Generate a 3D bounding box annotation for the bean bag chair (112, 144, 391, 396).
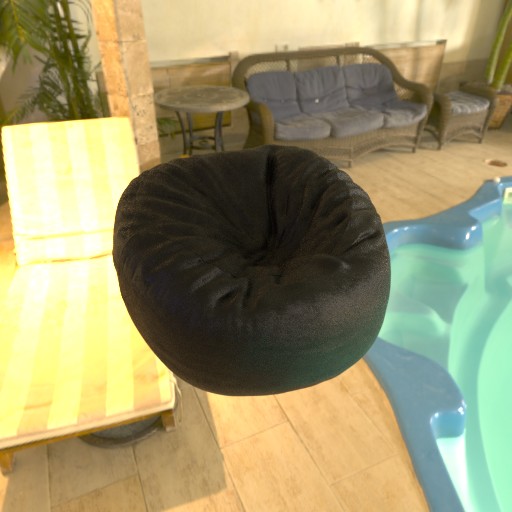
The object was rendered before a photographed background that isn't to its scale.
[{"bbox_3d":[0.000,0.000,2.488,1.524,0.878,1.524,-10,34,-15],"label":"bean bag chair"}]
